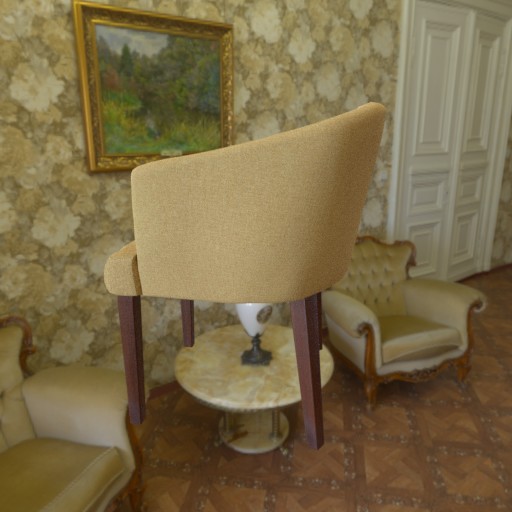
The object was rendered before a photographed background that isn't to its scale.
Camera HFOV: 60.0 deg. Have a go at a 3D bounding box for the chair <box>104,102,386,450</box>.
[{"bbox_3d":[0.000,0.000,1.251,0.655,0.811,0.583,2,15,8],"label":"chair"}]
